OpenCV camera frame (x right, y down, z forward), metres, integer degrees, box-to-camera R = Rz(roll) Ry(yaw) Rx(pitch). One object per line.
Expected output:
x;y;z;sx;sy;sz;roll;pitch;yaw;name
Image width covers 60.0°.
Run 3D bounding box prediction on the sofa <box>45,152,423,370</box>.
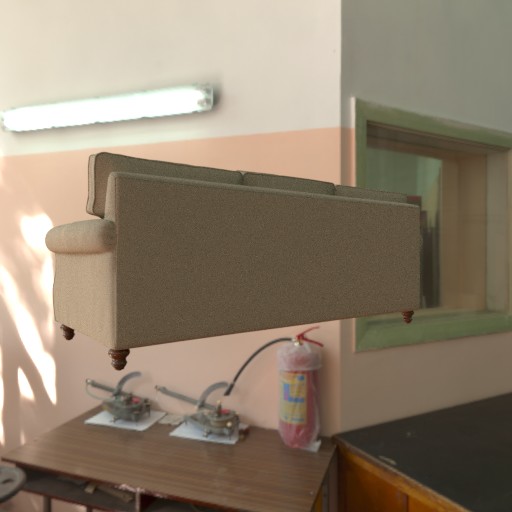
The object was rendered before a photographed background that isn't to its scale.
0.000;0.000;2.806;2.354;0.948;0.966;0;1;-37;sofa
